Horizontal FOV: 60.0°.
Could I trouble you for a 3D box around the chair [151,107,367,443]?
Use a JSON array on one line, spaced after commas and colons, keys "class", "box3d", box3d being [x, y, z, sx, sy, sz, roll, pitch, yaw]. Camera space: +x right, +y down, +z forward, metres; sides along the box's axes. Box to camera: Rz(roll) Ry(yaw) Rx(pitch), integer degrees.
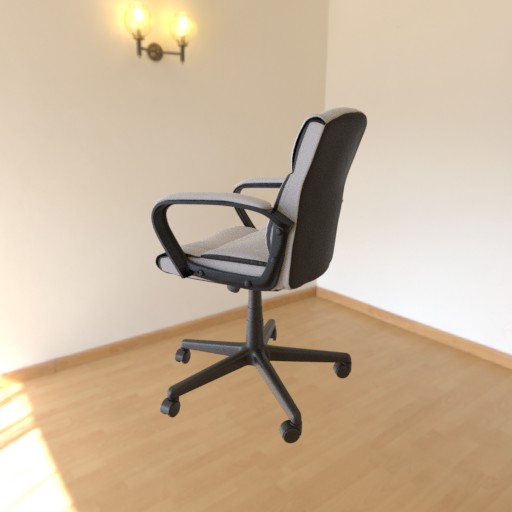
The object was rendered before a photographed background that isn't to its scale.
[{"class": "chair", "box3d": [0.000, 0.000, 1.606, 0.717, 1.004, 0.739, 8, 18, 26]}]
